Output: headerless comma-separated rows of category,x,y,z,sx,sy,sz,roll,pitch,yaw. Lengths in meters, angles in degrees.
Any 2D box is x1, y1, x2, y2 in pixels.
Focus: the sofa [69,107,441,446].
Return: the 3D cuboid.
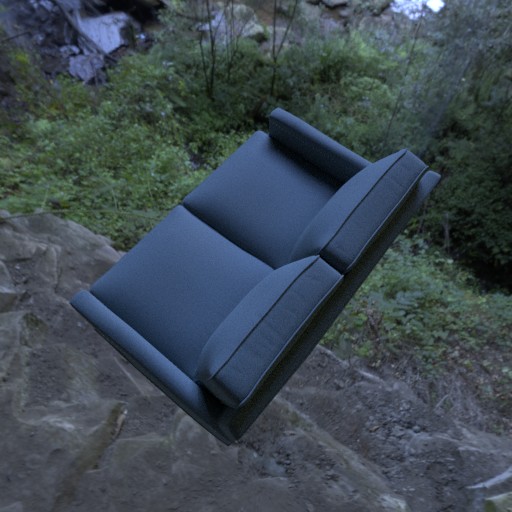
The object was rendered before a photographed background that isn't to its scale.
sofa,0.000,0.000,2.299,1.084,1.003,1.597,36,69,17
